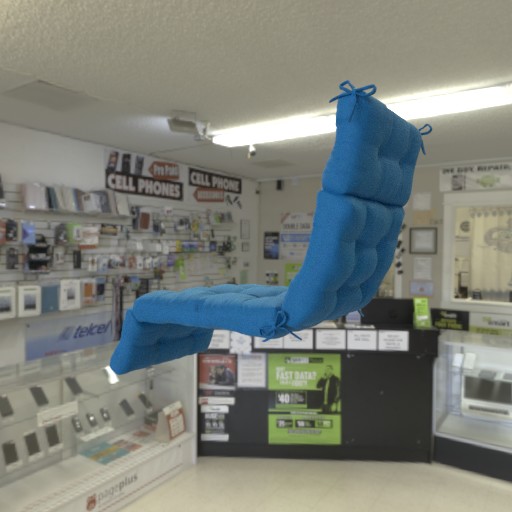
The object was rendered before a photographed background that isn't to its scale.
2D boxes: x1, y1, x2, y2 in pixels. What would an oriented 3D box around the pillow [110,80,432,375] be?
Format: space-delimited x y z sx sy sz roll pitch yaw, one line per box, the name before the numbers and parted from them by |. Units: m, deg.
pillow | 0.000 0.000 1.501 1.016 0.863 0.526 1 2 36
